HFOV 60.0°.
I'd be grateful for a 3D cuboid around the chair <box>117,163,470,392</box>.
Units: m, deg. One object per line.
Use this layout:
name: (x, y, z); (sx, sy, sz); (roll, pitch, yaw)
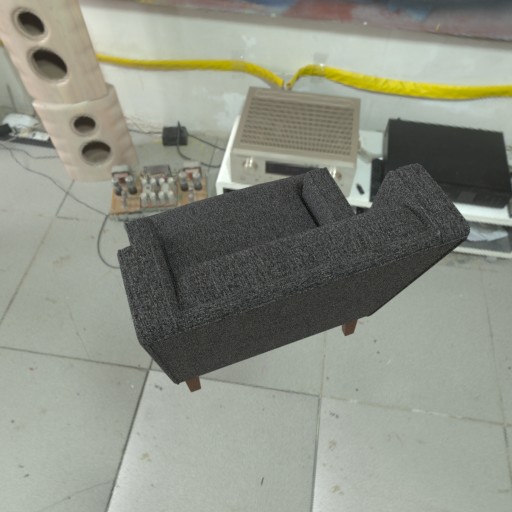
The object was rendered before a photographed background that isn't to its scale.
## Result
chair: (0.000, 0.000, 1.798); (0.942, 1.082, 0.927); (-17, 58, -11)
